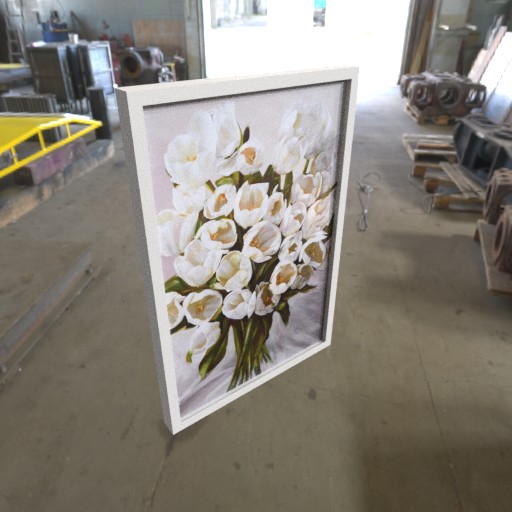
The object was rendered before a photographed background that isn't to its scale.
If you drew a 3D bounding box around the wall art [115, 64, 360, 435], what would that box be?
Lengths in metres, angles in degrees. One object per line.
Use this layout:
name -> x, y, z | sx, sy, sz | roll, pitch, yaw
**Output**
wall art -> 0.000, 0.000, 0.864 | 0.450, 0.657, 0.038 | -21, 35, -32
